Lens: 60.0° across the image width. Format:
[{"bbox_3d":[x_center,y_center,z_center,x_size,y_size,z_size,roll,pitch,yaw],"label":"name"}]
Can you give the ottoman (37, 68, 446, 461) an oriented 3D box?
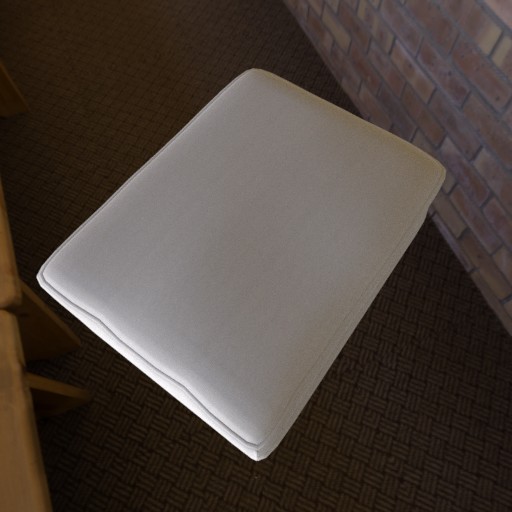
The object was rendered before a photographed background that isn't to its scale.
[{"bbox_3d":[0.000,0.000,1.190,0.634,0.496,0.818,33,68,15],"label":"ottoman"}]
